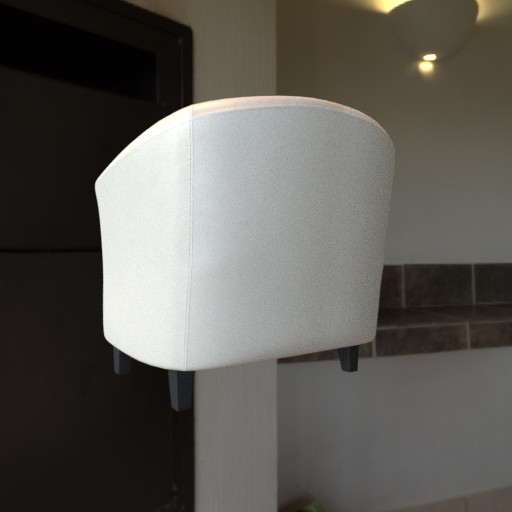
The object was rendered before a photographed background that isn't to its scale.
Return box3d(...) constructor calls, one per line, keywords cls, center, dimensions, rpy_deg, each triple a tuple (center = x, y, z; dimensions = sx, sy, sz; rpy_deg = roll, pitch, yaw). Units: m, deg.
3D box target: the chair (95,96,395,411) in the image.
box3d(cls="chair", center=(0.000, 0.000, 1.366), dimensions=(0.792, 0.756, 0.727), rpy_deg=(0, 0, -36))
